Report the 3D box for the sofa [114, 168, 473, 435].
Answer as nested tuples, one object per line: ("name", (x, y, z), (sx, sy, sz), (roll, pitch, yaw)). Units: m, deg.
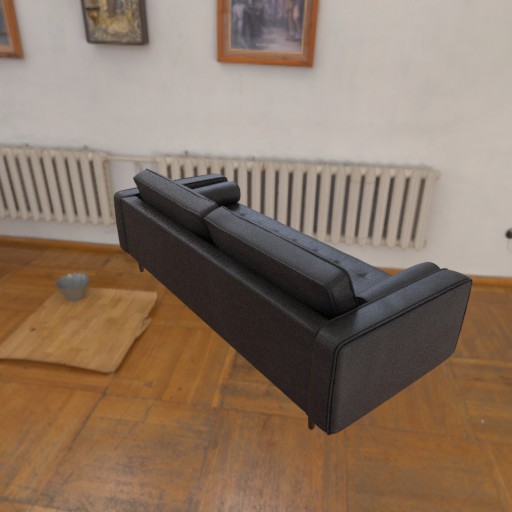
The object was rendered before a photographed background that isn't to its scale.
("sofa", (0.000, 0.000, 2.645), (0.914, 0.762, 2.210), (-18, 31, -32))
